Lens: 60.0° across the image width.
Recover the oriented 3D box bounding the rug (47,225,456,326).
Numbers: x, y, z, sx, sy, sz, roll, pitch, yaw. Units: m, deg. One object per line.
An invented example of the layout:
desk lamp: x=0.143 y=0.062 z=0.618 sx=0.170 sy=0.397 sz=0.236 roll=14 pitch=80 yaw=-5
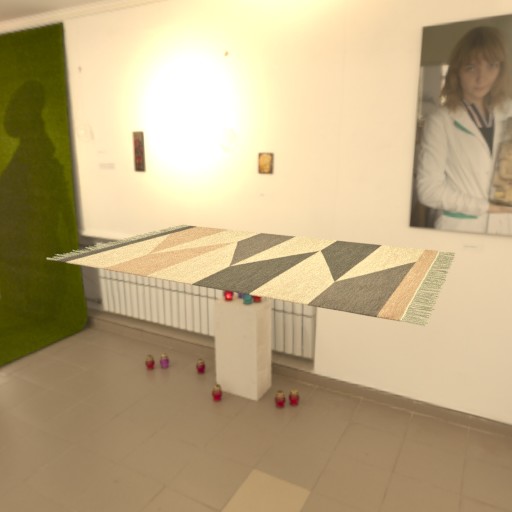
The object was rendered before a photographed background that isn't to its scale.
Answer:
rug: x=0.000 y=0.000 z=2.529 sx=2.021 sy=0.027 sz=1.224 roll=7 pitch=16 yaw=27
